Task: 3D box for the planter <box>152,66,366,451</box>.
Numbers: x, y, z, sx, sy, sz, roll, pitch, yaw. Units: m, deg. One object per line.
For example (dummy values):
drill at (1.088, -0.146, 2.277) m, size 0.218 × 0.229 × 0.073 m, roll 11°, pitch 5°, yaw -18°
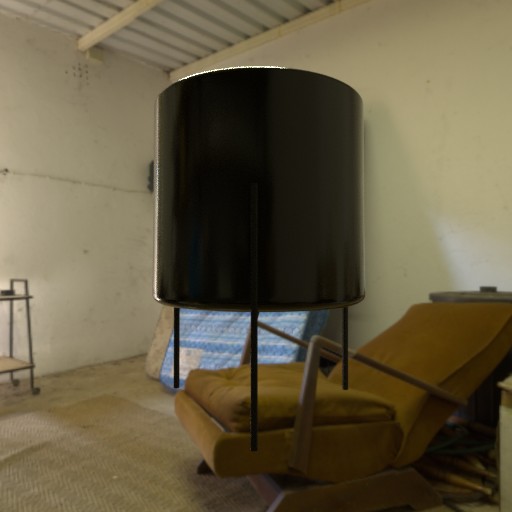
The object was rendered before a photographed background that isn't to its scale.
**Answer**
planter at (0.000, 0.000, 0.648) m, size 0.310 × 0.432 × 0.310 m, roll 0°, pitch -1°, yaw 17°
